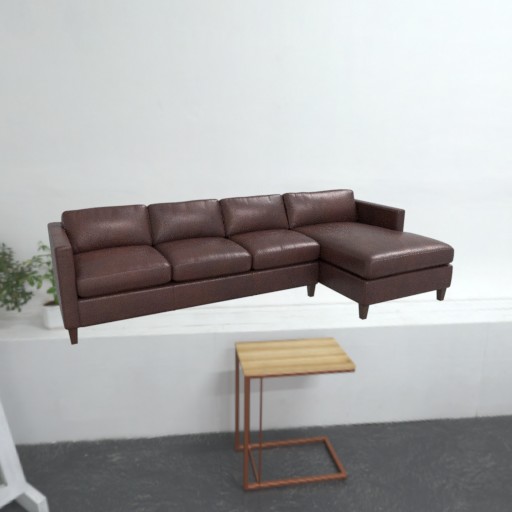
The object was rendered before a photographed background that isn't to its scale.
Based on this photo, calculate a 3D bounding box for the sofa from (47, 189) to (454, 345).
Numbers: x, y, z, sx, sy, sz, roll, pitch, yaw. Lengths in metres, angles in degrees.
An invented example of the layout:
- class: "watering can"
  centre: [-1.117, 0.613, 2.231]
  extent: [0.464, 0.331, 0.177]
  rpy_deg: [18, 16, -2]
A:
- class: "sofa"
  centre: [0.000, 0.000, 3.891]
  extent: [3.203, 0.883, 1.581]
  rpy_deg: [-8, 18, -26]
